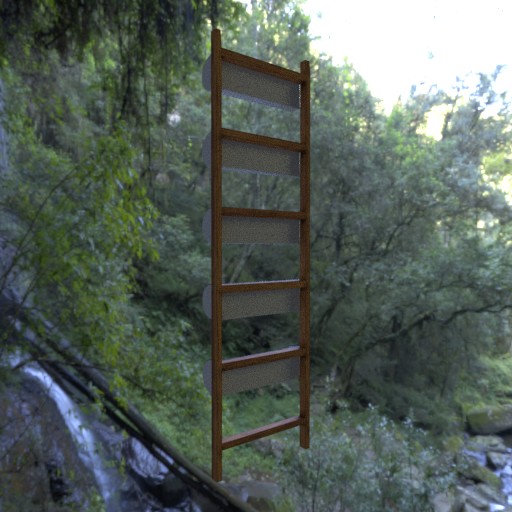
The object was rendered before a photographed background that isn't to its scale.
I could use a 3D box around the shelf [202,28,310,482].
[{"bbox_3d":[0.000,0.000,1.751,0.454,1.600,0.141,-1,1,-37],"label":"shelf"}]
